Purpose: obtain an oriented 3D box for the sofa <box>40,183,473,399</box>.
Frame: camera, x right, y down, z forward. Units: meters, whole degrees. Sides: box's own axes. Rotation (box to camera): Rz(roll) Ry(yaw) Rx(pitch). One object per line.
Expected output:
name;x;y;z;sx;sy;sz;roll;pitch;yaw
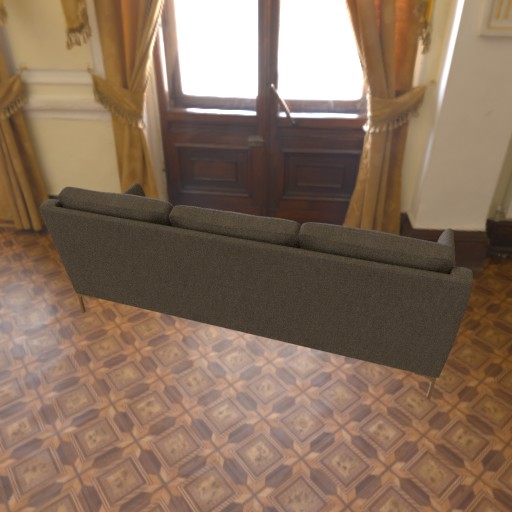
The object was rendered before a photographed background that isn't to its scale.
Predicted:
sofa;0.000;0.000;2.461;2.060;0.837;0.849;10;33;16
